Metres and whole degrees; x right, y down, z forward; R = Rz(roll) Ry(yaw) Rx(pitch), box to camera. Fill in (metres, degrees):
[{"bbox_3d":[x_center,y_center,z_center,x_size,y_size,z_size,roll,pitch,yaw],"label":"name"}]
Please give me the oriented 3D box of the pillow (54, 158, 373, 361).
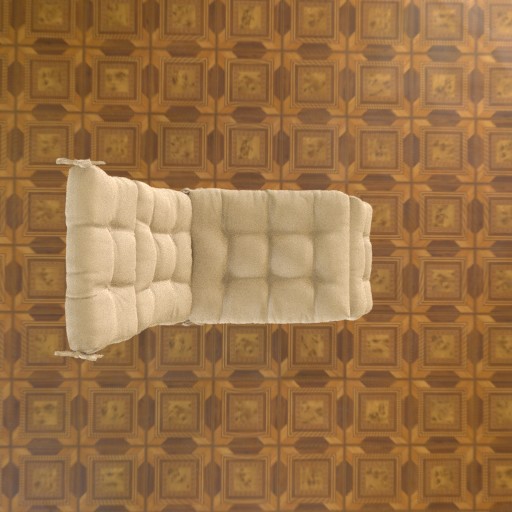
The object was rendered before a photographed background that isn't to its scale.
[{"bbox_3d":[0.000,0.000,1.510,1.016,0.863,0.526,0,90,-1],"label":"pillow"}]
